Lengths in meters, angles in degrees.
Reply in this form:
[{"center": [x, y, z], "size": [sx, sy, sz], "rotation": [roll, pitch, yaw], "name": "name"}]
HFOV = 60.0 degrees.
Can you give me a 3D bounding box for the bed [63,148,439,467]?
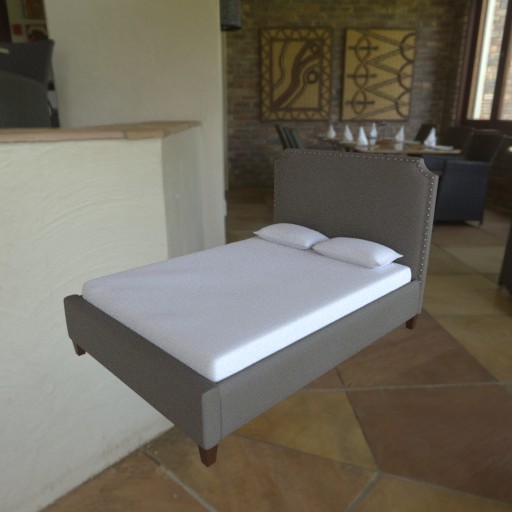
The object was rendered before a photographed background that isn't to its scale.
[{"center": [0.000, 0.000, 3.419], "size": [2.372, 1.443, 1.712], "rotation": [-17, 24, -42], "name": "bed"}]
